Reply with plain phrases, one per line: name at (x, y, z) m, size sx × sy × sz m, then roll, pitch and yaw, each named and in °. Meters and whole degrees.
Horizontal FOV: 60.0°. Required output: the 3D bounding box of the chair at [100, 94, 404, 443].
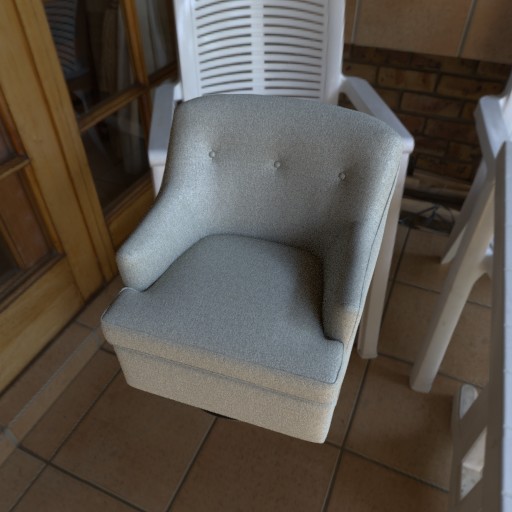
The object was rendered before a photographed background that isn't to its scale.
chair at (0.000, 0.000, 1.628) m, size 0.864 × 0.856 × 0.923 m, roll 12°, pitch 44°, yaw 13°
